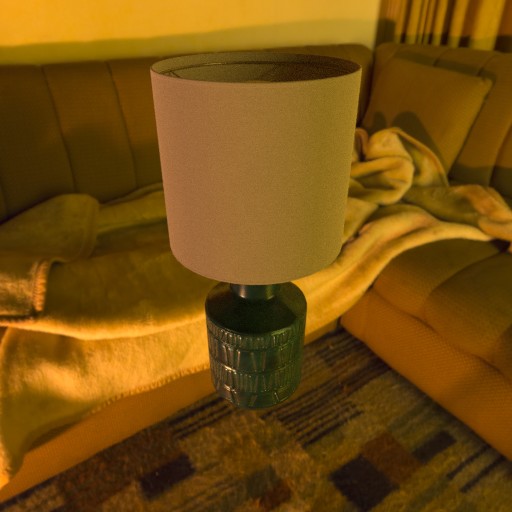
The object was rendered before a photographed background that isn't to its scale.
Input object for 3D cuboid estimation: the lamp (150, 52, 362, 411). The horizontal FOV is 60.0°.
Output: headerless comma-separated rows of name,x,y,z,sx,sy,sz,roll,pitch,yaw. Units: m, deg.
lamp,0.000,0.000,0.567,0.211,0.455,0.211,20,36,29
